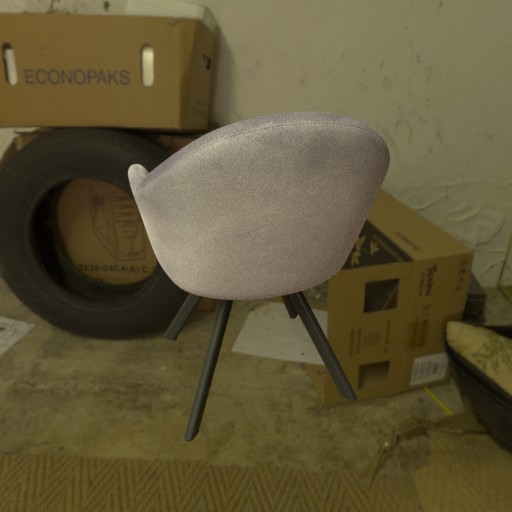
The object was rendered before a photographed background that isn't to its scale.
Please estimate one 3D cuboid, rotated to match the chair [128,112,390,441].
[{"bbox_3d":[0.000,0.000,1.133,0.570,0.780,0.540,-8,28,-15],"label":"chair"}]
